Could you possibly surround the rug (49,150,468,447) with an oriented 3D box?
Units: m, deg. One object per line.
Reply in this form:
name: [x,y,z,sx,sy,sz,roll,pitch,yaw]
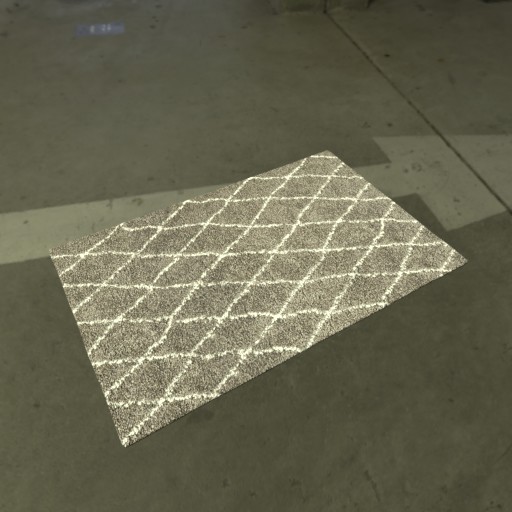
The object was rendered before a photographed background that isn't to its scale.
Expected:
rug: [0.000,0.000,3.444,2.743,0.030,1.778,-23,51,-21]
